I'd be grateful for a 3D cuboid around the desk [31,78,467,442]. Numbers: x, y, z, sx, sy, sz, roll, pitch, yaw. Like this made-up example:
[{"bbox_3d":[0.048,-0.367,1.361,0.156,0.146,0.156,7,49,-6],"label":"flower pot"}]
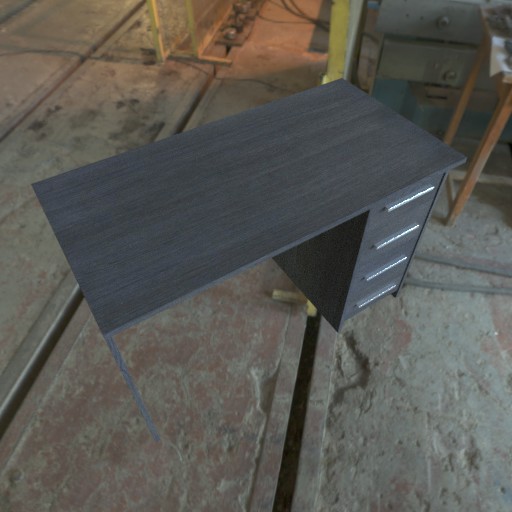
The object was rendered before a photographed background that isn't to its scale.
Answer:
[{"bbox_3d":[0.000,0.000,1.517,1.096,0.730,0.560,-26,54,-21],"label":"desk"}]
